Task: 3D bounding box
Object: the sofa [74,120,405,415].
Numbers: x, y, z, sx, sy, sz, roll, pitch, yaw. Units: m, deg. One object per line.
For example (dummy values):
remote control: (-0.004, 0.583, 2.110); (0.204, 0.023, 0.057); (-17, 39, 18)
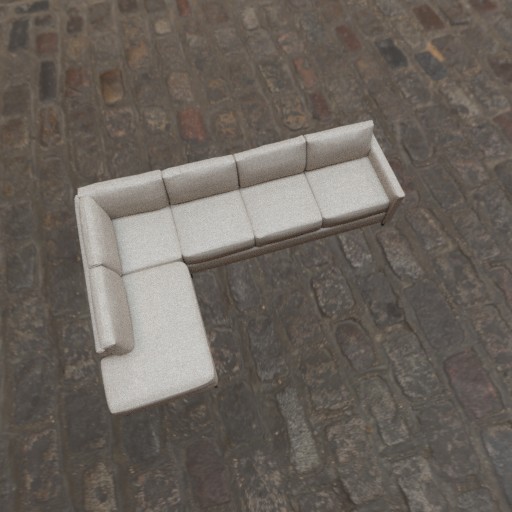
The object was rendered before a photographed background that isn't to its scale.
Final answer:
sofa: (0.000, 0.000, 3.273); (2.423, 0.703, 1.617); (-15, 66, -7)
